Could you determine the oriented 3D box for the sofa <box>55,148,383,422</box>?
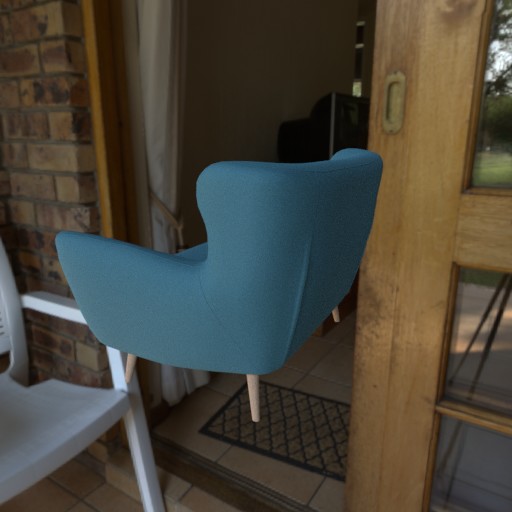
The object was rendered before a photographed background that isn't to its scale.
[{"bbox_3d":[0.000,0.000,1.941,0.889,0.889,1.397,8,17,26],"label":"sofa"}]
